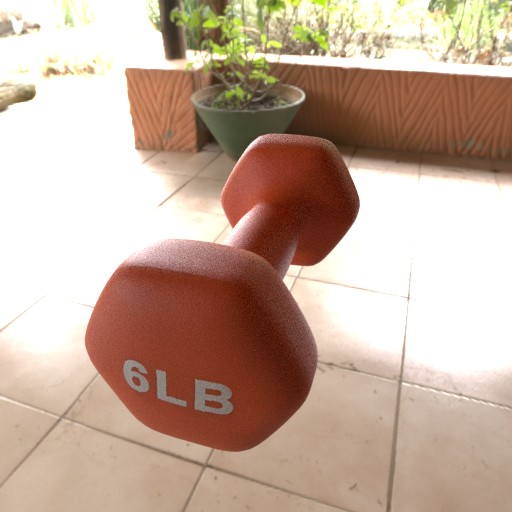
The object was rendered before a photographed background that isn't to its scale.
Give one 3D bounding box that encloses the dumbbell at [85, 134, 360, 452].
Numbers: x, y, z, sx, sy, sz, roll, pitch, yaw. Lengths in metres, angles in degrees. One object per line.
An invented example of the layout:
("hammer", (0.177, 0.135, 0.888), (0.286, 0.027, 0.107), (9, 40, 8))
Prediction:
("dumbbell", (0.000, 0.000, 0.198), (0.079, 0.071, 0.162), (10, 32, 15))
